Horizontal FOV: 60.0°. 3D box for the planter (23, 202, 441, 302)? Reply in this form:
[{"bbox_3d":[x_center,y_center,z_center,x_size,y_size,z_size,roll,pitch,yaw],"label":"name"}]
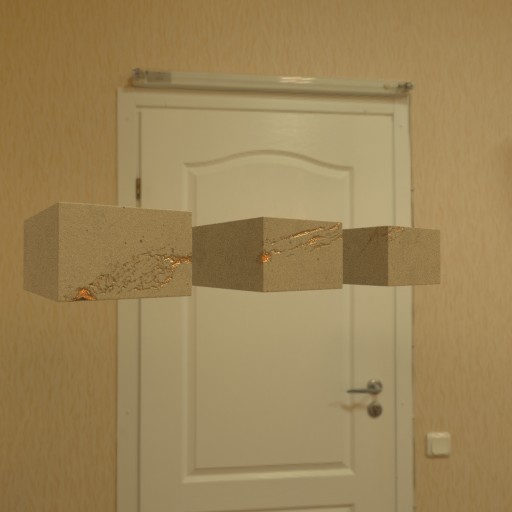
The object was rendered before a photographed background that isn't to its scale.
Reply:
[{"bbox_3d":[0.000,0.000,0.372,0.333,0.051,0.127,1,-1,-35],"label":"planter"}]
